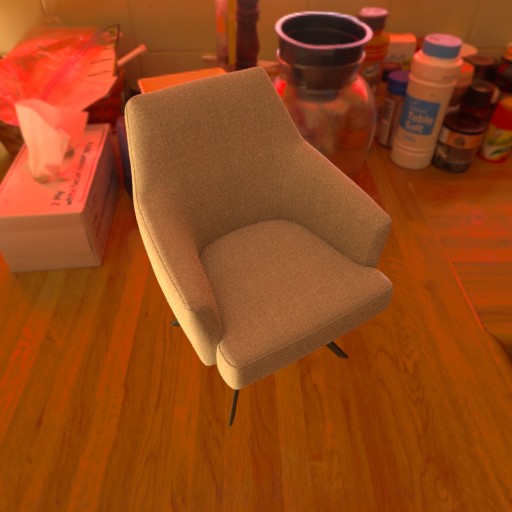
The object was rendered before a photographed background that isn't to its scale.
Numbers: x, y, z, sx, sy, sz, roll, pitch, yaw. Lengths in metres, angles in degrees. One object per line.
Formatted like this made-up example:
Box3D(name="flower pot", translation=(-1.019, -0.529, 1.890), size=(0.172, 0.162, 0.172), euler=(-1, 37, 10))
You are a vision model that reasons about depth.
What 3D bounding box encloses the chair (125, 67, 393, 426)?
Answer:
Box3D(name="chair", translation=(0.000, 0.000, 1.361), size=(0.642, 0.874, 0.677), euler=(-23, 49, -22))
